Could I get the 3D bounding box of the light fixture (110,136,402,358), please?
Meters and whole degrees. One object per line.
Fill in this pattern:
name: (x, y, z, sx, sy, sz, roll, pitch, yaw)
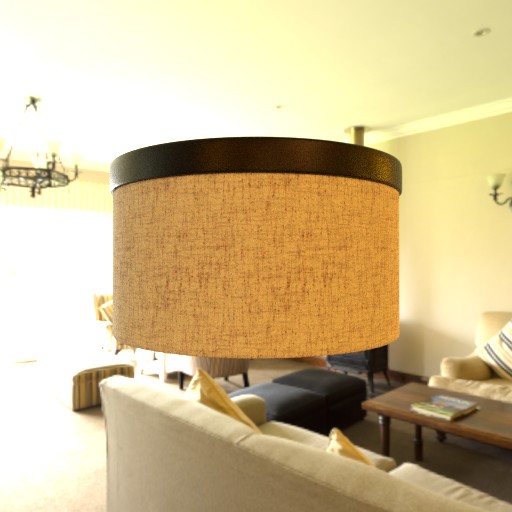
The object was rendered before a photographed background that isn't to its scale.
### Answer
light fixture: (0.000, 0.000, 0.621, 0.389, 0.229, 0.389, 0, -1, 0)
